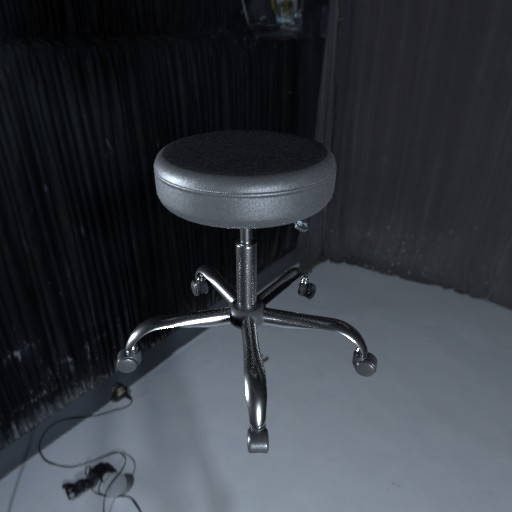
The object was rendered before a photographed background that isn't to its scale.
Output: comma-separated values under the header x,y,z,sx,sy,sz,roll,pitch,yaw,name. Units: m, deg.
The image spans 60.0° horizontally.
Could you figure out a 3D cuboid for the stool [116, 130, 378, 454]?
x,y,z,sx,sy,sz,roll,pitch,yaw,name
0.000,0.000,1.147,0.673,0.576,0.638,20,35,31,stool
